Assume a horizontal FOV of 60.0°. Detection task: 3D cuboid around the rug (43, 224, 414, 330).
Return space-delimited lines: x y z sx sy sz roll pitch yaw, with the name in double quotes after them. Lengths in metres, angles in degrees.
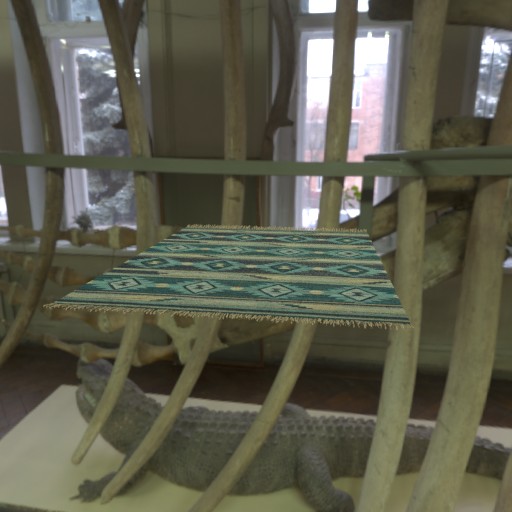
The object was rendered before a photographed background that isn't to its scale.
0.000 0.000 4.380 2.418 0.047 3.307 2 14 9 "rug"
